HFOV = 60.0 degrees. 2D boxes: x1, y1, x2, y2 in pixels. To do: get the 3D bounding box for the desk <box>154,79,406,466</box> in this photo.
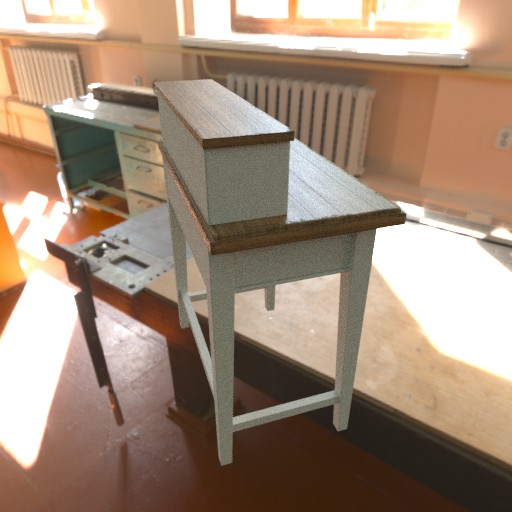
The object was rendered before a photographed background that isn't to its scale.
[{"bbox_3d":[0.000,0.000,1.437,0.462,0.981,0.814,-9,31,-16],"label":"desk"}]
